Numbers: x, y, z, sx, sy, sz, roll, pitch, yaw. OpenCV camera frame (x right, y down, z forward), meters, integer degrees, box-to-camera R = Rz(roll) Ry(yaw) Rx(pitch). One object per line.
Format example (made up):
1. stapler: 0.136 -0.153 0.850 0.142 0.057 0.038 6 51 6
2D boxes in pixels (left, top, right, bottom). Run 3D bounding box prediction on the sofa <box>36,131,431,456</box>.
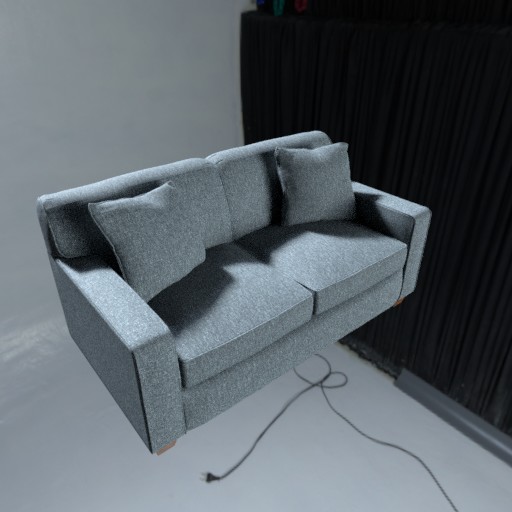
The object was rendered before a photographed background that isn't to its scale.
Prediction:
1. sofa: 0.000 0.000 2.399 1.846 0.958 0.998 -23 37 -33
